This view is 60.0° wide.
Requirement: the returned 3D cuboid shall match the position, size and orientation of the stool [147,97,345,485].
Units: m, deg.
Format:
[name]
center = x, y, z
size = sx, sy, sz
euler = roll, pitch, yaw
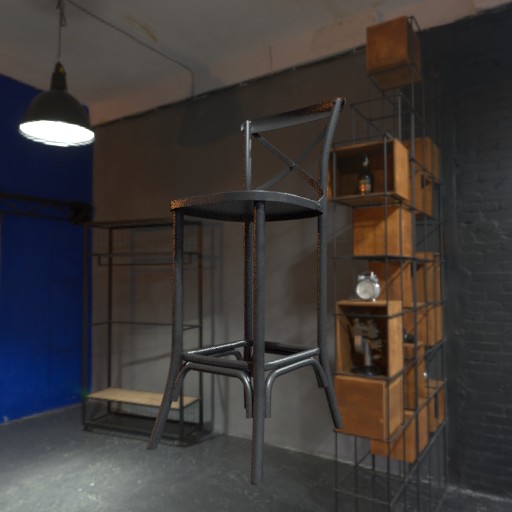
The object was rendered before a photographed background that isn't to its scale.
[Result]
[stool]
center = 0.000, 0.000, 1.477
size = 0.457, 1.168, 0.584
euler = -2, -3, 35
